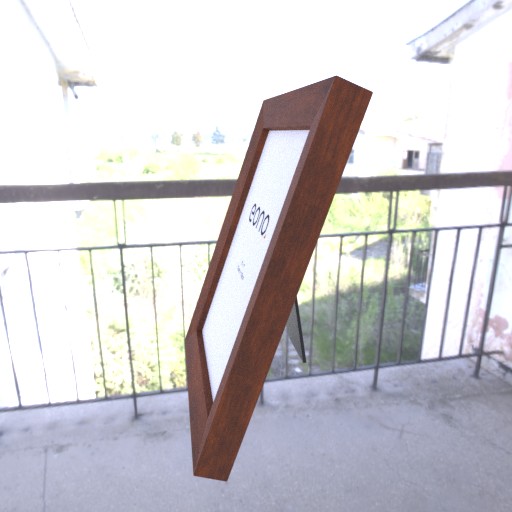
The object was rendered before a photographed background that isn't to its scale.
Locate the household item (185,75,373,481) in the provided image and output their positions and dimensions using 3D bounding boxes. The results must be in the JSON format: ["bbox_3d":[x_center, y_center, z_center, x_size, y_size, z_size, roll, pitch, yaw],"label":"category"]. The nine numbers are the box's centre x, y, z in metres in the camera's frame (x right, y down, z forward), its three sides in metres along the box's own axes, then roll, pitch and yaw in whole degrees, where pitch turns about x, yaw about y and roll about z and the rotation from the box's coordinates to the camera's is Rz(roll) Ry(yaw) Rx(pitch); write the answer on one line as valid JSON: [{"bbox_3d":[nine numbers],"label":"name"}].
[{"bbox_3d":[0.000,0.000,0.291,0.096,0.204,0.160,-3,16,-10],"label":"household item"}]
